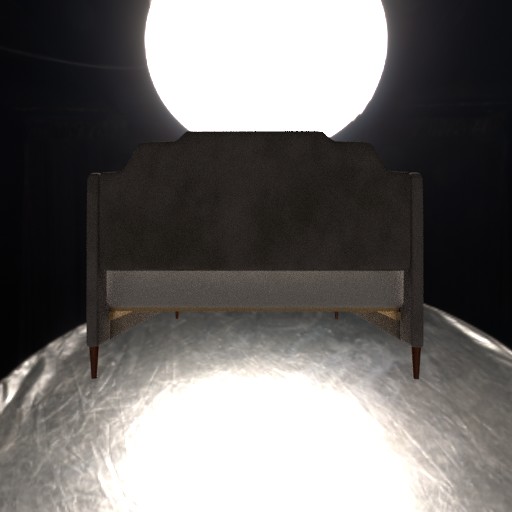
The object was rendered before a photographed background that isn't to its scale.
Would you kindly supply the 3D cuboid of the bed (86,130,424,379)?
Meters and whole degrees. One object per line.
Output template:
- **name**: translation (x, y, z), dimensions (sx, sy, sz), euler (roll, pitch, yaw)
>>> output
- **bed**: translation (0.000, 0.000, 3.362), dimensions (1.676, 1.245, 2.340), euler (0, 0, 0)
